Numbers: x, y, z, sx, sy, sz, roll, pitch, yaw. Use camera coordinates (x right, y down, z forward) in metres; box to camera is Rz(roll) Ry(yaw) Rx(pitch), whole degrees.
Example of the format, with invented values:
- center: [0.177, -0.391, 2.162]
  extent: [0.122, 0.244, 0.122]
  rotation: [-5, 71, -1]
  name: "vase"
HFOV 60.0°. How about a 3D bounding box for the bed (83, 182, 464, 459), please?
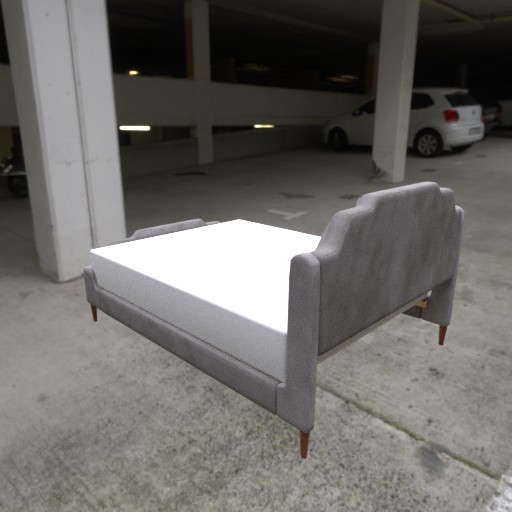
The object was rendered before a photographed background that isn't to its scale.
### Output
- center: [0.000, 0.000, 3.318]
  extent: [2.340, 1.245, 1.676]
  rotation: [16, 23, 42]
  name: "bed"
